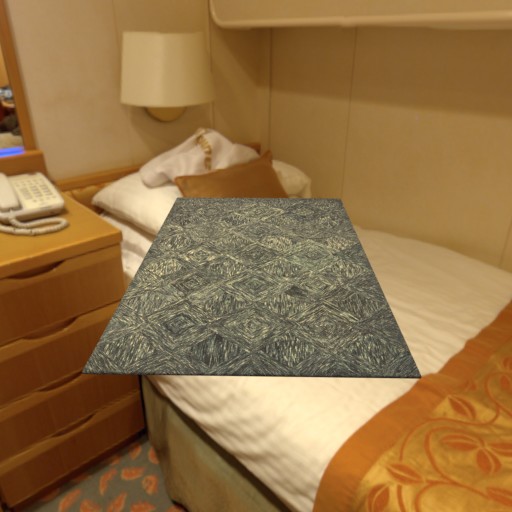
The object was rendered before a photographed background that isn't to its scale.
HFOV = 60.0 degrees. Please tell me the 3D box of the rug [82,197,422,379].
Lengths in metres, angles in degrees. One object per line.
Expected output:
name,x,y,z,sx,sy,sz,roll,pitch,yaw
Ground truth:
rug,0.000,0.000,2.966,1.478,0.017,2.330,1,26,1
